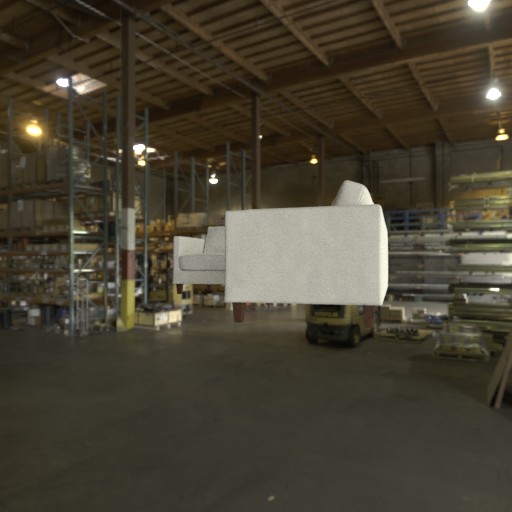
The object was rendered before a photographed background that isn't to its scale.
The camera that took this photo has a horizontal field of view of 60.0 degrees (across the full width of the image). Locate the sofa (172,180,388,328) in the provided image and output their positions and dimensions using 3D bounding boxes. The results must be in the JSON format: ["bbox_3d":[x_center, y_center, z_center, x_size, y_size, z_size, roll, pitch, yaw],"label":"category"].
[{"bbox_3d":[0.000,0.000,4.289,2.432,0.863,3.182,0,-1,17],"label":"sofa"}]
